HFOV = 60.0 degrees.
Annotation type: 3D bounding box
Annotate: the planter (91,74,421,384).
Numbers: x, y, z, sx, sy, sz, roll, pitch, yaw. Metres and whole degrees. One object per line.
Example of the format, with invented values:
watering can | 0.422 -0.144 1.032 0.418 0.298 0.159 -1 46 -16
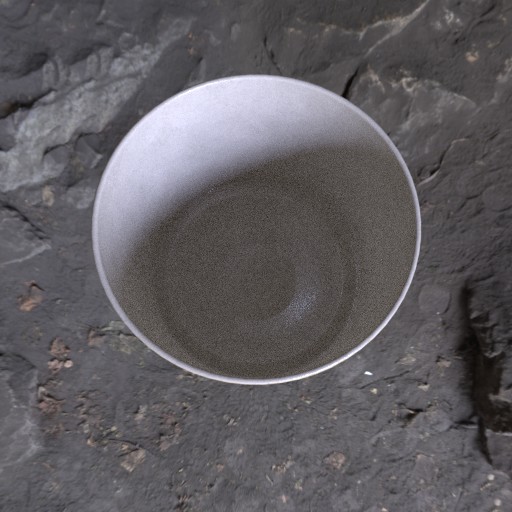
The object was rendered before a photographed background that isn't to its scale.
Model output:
planter | 0.000 0.000 0.342 0.190 0.181 0.190 0 74 0
